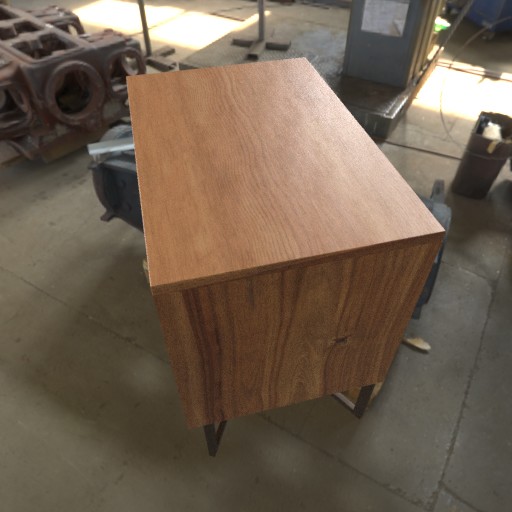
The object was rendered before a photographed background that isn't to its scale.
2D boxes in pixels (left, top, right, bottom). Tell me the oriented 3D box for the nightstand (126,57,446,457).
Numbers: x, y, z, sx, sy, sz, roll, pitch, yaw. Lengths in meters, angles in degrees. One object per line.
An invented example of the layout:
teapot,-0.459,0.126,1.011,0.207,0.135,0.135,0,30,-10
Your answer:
nightstand,0.000,0.000,1.013,0.427,0.615,0.613,-10,47,-10
